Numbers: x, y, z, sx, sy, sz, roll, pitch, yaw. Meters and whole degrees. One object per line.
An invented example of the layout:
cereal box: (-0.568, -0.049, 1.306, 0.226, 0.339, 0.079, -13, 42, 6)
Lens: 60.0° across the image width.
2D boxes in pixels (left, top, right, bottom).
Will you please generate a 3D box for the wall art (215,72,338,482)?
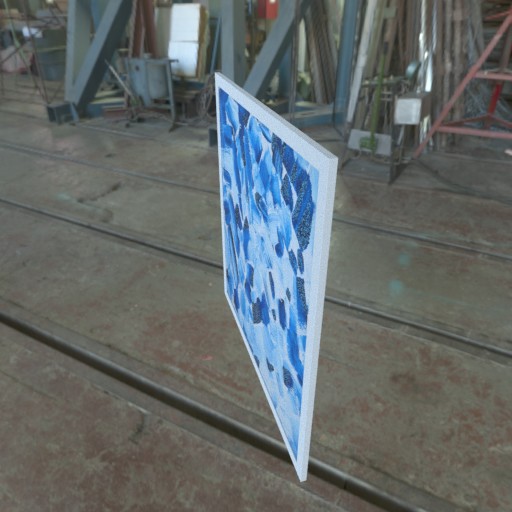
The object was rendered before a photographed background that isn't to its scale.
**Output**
wall art: (0.000, 0.000, 1.204, 0.015, 0.812, 0.812, -9, 32, -14)
